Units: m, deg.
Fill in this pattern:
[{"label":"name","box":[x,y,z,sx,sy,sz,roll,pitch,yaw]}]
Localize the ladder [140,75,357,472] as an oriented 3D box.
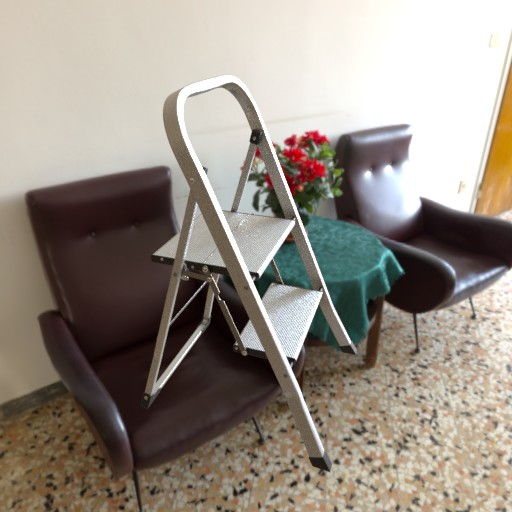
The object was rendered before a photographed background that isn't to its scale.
[{"label":"ladder","box":[0.000,0.000,1.120,0.530,0.830,0.465,9,29,17]}]
